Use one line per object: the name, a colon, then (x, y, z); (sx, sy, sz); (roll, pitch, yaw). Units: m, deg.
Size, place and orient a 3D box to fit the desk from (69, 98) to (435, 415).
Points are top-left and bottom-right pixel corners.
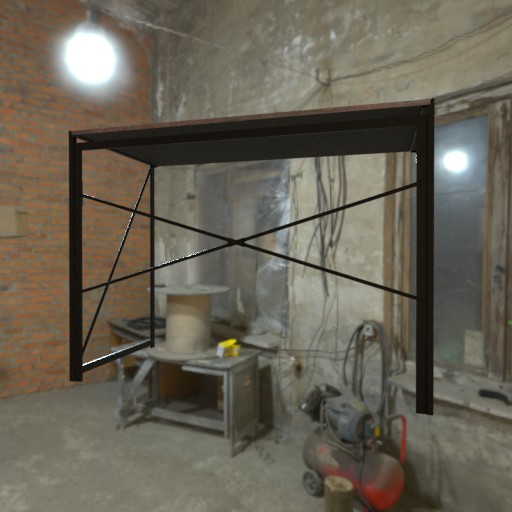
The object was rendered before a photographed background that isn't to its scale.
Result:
desk: (0.000, 0.000, 1.425); (1.015, 0.747, 0.505); (0, 0, 16)
